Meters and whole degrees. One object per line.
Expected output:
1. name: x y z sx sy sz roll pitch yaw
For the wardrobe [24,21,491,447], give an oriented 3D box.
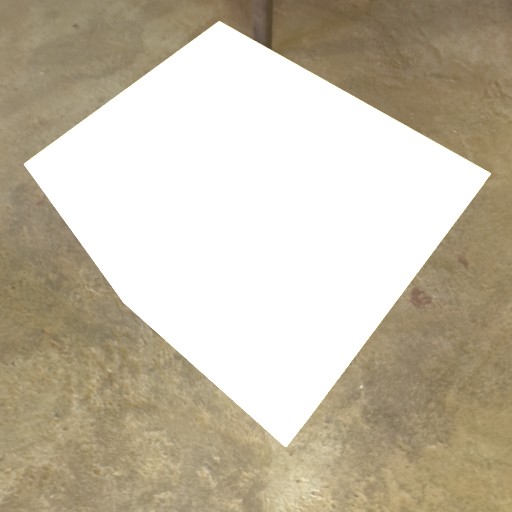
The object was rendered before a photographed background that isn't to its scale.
1. wardrobe: 0.000 0.000 0.837 0.500 0.520 0.400 37 68 17
